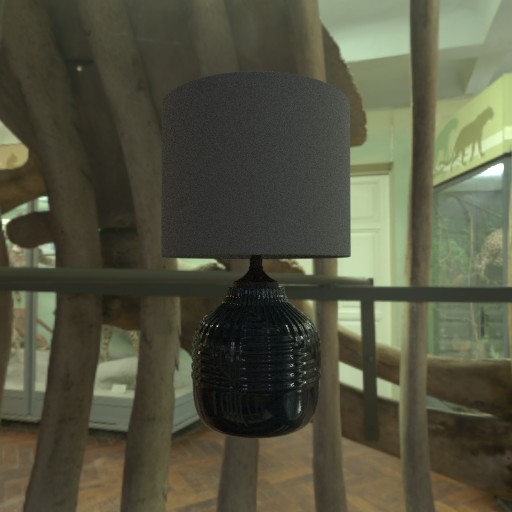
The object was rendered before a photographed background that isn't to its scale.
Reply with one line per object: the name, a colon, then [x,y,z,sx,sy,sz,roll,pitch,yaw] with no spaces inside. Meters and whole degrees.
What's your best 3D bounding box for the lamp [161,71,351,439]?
lamp: [0.000,0.000,0.759,0.318,0.567,0.318,0,-2,0]
